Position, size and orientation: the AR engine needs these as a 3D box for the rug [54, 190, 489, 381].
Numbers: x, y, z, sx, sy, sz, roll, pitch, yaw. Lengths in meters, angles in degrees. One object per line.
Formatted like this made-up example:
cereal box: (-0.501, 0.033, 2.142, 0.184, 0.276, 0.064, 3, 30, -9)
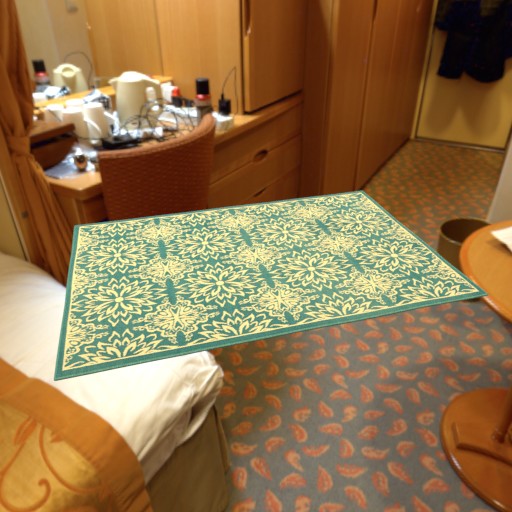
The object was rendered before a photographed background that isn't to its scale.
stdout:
rug: (0.000, 0.000, 3.436, 2.769, 0.018, 1.830, -9, 33, -14)
